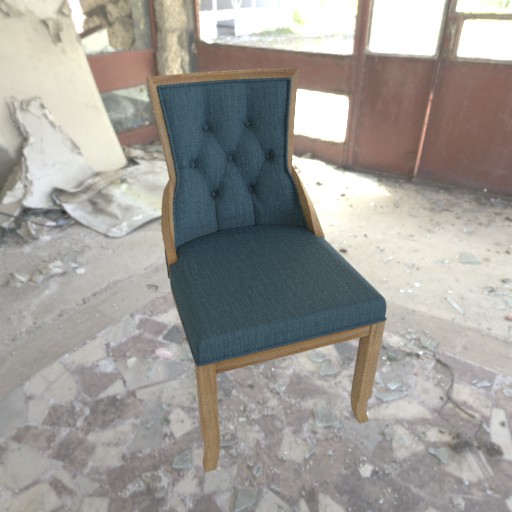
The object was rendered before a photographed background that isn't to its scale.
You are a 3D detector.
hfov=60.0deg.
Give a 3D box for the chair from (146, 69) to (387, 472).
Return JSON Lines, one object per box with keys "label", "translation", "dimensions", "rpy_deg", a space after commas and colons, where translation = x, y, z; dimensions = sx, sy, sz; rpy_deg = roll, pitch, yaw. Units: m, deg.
{"label": "chair", "translation": [0.000, 0.000, 1.323], "dimensions": [0.524, 0.947, 0.641], "rpy_deg": [-10, 33, -16]}
